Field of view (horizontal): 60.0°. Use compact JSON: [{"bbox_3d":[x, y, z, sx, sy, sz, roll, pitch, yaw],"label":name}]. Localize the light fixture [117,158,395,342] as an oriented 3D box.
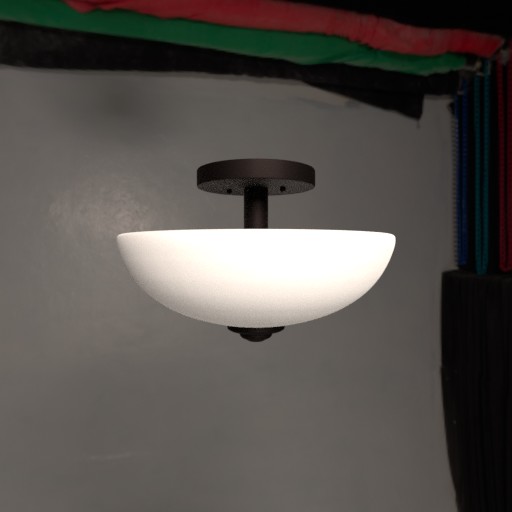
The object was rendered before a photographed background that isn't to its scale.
[{"bbox_3d":[0.000,0.000,0.551,0.331,0.212,0.331,0,0,0],"label":"light fixture"}]
